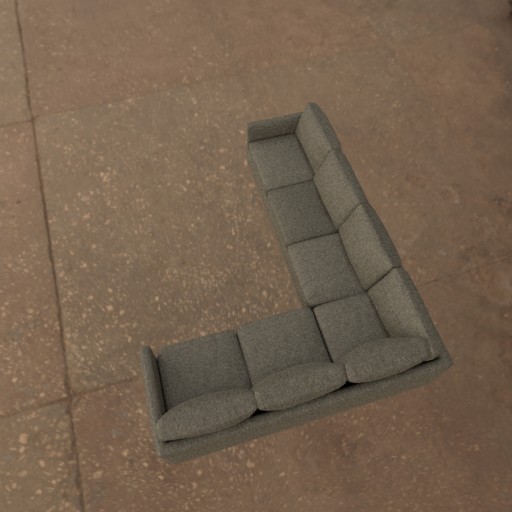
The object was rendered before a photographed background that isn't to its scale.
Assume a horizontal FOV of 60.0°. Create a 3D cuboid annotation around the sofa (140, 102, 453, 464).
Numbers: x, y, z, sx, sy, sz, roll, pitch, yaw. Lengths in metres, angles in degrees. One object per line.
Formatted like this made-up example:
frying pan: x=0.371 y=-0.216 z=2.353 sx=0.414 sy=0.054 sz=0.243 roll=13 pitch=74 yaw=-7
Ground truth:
sofa: x=0.000 y=0.000 z=4.560 sx=2.593 sy=0.947 sz=3.302 roll=-14 pitch=61 yaw=-8
